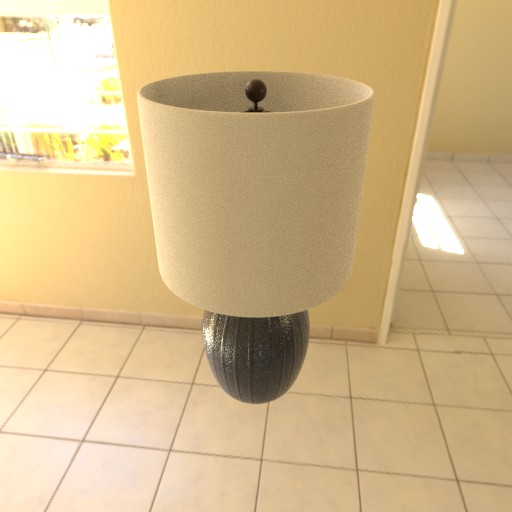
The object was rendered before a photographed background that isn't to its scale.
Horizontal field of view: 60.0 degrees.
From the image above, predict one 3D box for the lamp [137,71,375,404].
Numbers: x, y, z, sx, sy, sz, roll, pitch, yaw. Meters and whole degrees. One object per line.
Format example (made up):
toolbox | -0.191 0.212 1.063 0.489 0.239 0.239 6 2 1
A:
lamp | 0.000 0.000 0.762 0.329 0.570 0.329 -1 30 -2
